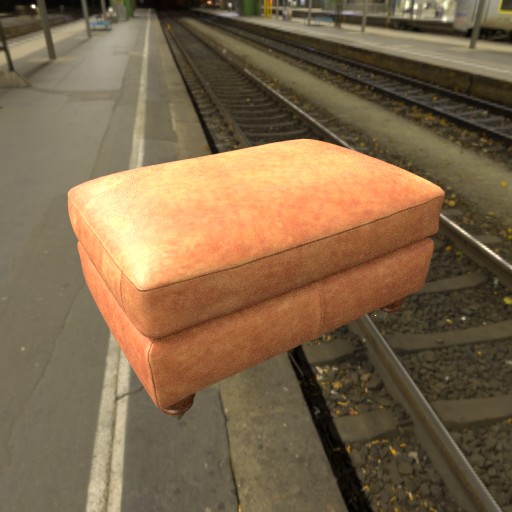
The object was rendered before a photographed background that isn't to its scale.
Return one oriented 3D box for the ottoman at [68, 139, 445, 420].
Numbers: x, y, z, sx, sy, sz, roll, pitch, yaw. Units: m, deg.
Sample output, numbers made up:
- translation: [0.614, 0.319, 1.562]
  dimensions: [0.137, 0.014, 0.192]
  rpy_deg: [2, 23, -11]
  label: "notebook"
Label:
- translation: [0.000, 0.000, 1.223]
  dimensions: [0.852, 0.507, 0.565]
  rpy_deg: [-18, 35, -28]
  label: "ottoman"
